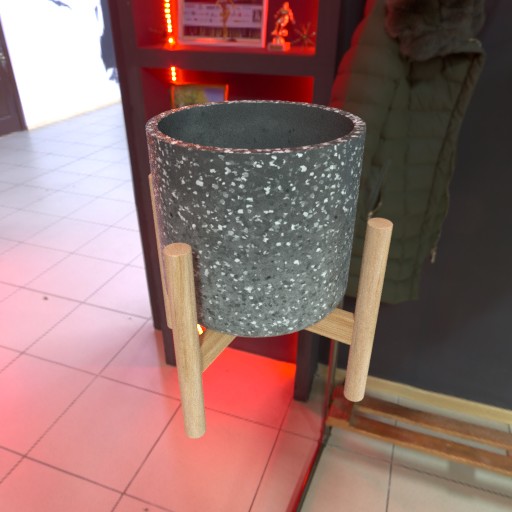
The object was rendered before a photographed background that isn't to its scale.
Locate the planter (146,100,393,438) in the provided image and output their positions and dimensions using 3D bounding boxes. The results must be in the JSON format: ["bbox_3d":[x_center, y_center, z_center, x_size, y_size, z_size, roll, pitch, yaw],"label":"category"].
[{"bbox_3d":[0.000,0.000,0.535,0.284,0.320,0.284,-21,36,-32],"label":"planter"}]
